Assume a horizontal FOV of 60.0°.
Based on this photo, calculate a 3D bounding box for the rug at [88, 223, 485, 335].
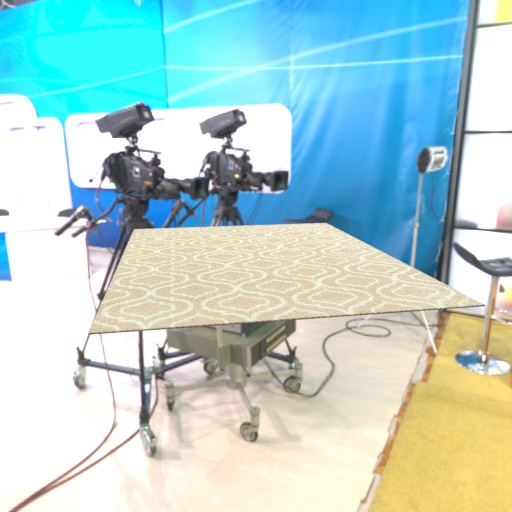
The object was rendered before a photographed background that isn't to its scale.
[{"bbox_3d":[0.000,0.000,3.853,2.286,0.013,2.894,-3,14,-10],"label":"rug"}]
